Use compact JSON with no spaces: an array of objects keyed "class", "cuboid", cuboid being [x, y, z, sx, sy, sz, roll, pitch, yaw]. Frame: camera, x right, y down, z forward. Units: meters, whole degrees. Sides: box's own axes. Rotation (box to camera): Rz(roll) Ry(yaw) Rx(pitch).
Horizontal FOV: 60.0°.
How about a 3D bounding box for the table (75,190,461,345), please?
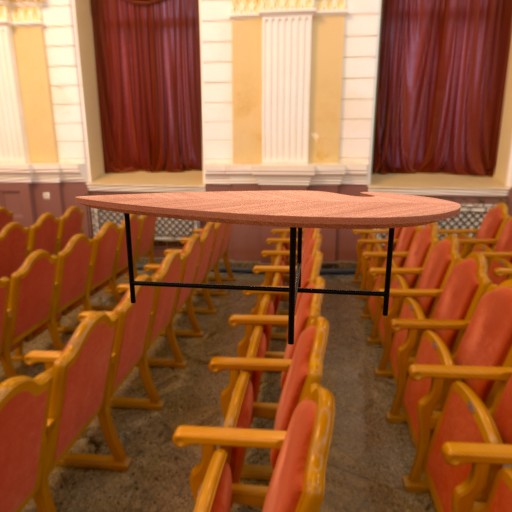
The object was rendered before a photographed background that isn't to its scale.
[{"class":"table","cuboid":[0.000,0.000,1.424,1.199,0.360,0.598,2,15,8]}]
